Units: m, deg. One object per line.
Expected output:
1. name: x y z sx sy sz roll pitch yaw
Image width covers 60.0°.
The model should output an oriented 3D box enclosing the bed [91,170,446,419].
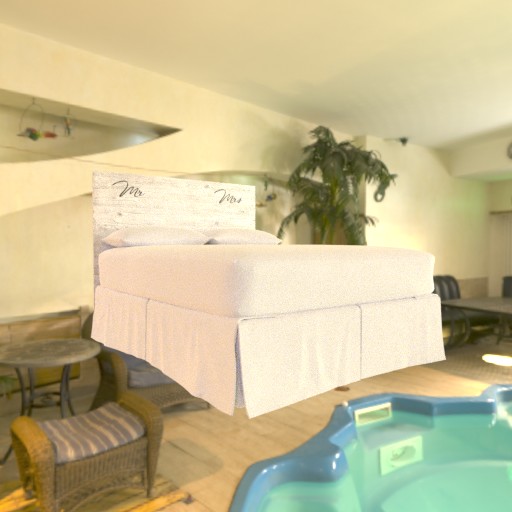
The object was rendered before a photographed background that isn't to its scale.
1. bed: 0.000 0.000 3.200 1.745 1.335 2.094 -1 2 -37
